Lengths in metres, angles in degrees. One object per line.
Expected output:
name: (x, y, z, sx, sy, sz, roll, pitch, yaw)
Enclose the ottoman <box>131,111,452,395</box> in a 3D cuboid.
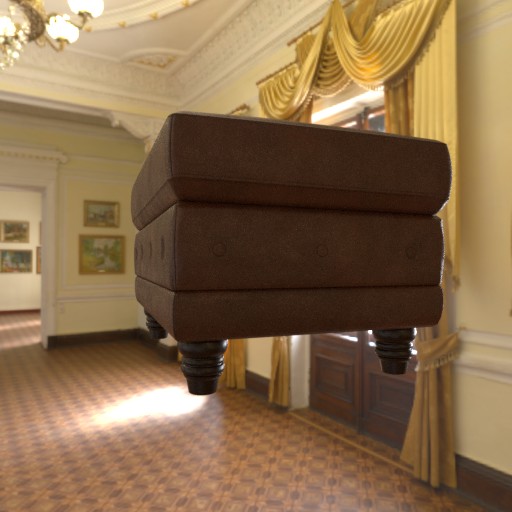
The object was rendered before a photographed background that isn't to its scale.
ottoman: (0.000, 0.000, 1.174, 0.588, 0.509, 0.795, 0, -1, -20)
